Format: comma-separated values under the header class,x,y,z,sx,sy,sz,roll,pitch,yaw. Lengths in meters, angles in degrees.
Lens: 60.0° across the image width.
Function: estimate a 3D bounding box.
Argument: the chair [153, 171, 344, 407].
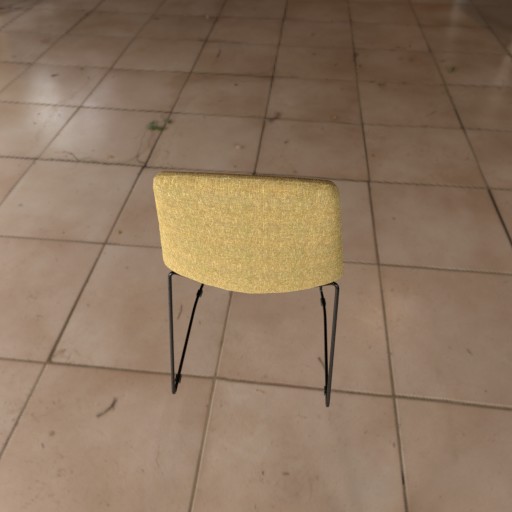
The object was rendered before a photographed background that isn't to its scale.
class,x,y,z,sx,sy,sz,roll,pitch,yaw
chair,0.000,0.000,1.176,0.479,0.849,0.496,4,46,4
